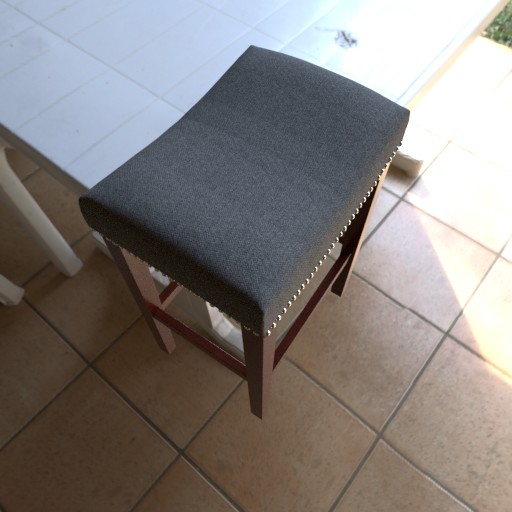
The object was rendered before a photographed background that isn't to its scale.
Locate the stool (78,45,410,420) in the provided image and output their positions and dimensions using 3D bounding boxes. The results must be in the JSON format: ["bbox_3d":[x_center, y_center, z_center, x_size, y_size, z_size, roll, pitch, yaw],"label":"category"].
[{"bbox_3d":[0.000,0.000,1.049,0.372,0.742,0.504,30,63,17],"label":"stool"}]
